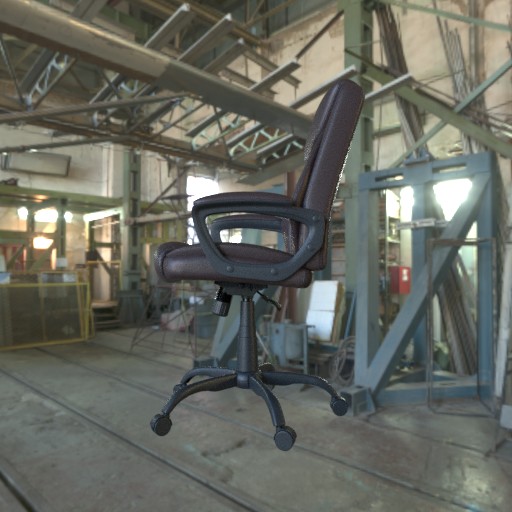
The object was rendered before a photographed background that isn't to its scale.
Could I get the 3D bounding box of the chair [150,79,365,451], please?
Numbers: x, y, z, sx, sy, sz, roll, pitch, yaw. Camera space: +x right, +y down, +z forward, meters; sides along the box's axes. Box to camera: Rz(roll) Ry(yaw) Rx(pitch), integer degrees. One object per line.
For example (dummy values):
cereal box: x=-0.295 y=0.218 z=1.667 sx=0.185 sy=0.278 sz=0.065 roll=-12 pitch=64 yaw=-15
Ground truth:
chair: x=0.000 y=0.000 z=1.512 sx=0.655 sy=1.072 sz=0.615 roll=0 pitch=-2 yaw=0
